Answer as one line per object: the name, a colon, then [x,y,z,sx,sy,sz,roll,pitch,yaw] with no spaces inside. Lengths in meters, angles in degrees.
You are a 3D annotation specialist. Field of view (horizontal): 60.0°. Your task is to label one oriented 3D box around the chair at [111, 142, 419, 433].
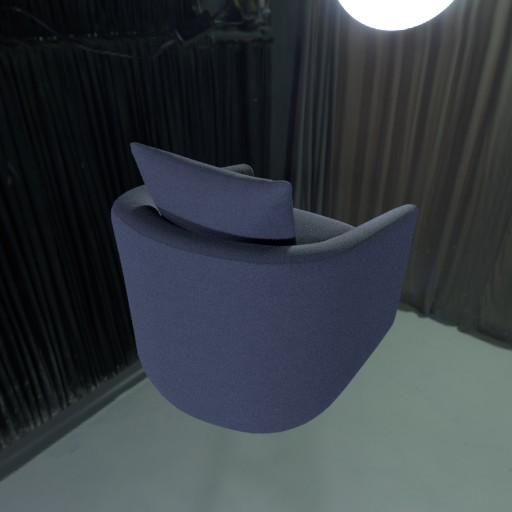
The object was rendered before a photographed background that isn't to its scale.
chair: [0.000,0.000,1.595,0.845,0.848,0.910,20,36,31]
